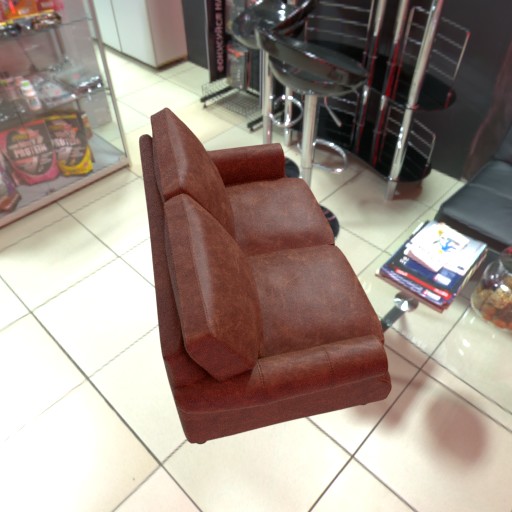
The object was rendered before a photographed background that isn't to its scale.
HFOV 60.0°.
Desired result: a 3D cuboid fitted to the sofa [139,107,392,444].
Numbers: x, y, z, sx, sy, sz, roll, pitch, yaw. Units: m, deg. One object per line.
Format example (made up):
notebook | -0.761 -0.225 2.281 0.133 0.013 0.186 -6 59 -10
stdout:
sofa | 0.000 0.000 2.254 0.990 0.967 1.616 -10 47 -9
